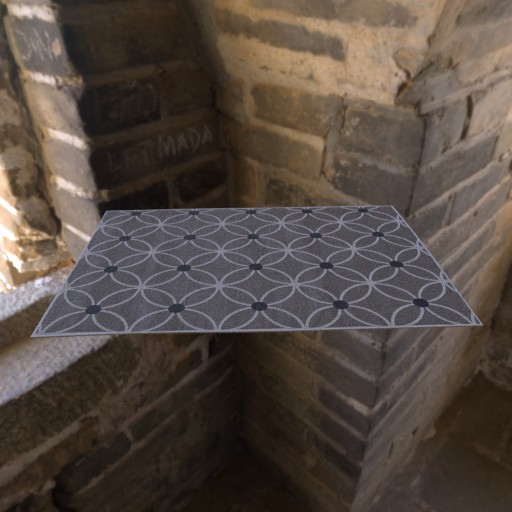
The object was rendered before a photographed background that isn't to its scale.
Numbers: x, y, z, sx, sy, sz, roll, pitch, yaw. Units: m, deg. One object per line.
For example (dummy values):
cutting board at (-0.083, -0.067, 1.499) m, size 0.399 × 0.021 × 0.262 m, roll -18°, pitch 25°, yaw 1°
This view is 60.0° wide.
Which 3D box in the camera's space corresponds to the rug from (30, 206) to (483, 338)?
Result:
rug at (0.000, 0.000, 2.873) m, size 2.284 × 0.008 × 1.522 m, roll -1°, pitch 30°, yaw -2°
